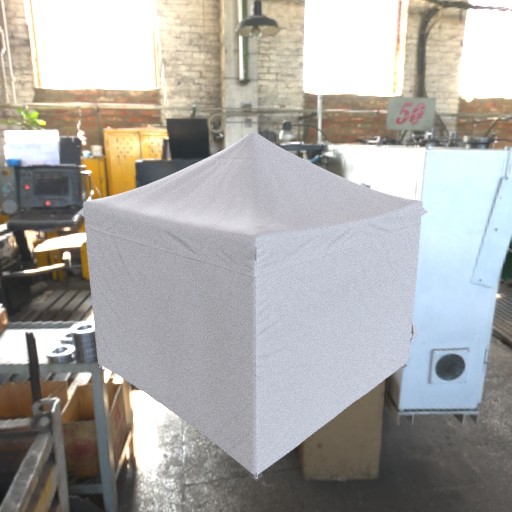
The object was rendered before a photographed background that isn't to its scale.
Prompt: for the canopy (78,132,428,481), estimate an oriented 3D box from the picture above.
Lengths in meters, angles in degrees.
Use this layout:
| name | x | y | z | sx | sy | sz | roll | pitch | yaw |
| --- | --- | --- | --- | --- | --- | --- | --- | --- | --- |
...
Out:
| name | x | y | z | sx | sy | sz | roll | pitch | yaw |
| --- | --- | --- | --- | --- | --- | --- | --- | --- | --- |
| canopy | 0.000 | 0.000 | 5.559 | 3.043 | 2.997 | 3.121 | 14 | 20 | 42 |
